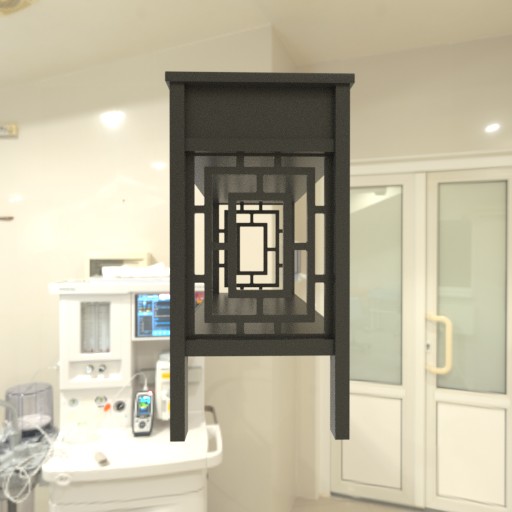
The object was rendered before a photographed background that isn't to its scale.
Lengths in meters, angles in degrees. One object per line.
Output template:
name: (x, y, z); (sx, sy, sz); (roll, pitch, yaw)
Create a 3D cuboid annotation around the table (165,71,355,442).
table: (0.000, 0.000, 1.434); (0.397, 0.753, 1.068); (0, 0, -2)
